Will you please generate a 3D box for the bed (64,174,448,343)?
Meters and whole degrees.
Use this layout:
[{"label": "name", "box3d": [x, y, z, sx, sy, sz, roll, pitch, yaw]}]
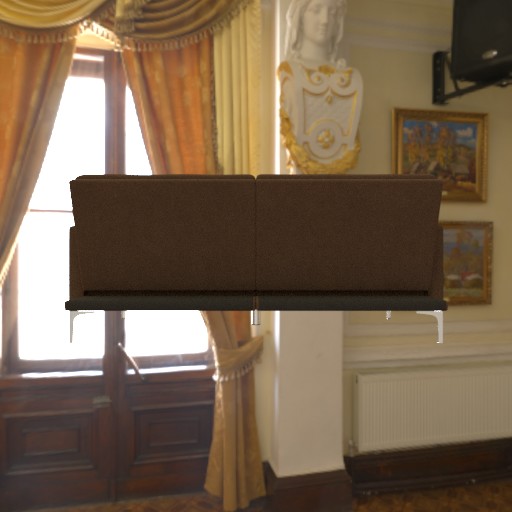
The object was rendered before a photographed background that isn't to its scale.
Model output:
[{"label": "bed", "box3d": [0.000, 0.000, 2.422, 1.905, 0.787, 0.889, 0, 0, 0]}]
